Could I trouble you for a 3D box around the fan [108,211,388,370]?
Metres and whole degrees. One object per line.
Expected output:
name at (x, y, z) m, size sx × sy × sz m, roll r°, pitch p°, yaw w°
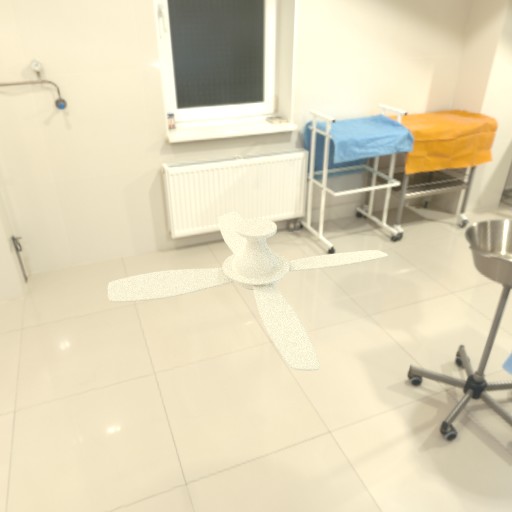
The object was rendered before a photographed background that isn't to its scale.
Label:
fan at (0.000, 0.000, 2.585) m, size 1.693 × 0.382 × 1.694 m, roll -8°, pitch 31°, yaw -13°
